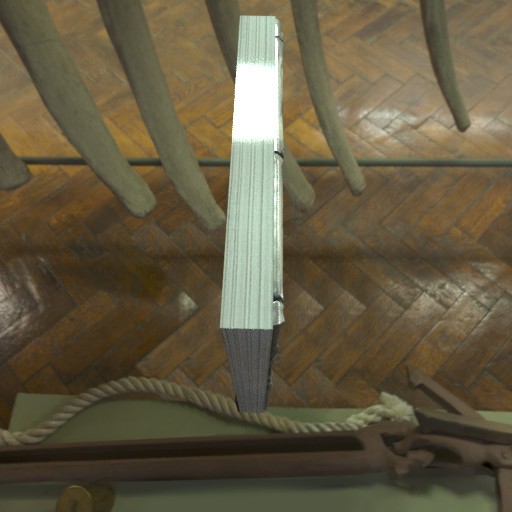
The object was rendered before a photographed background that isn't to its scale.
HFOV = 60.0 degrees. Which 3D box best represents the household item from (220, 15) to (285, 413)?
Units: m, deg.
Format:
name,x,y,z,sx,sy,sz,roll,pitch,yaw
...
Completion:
name,x,y,z,sx,sy,sz,roll,pitch,yaw
household item,0.000,0.000,0.285,0.025,0.216,0.165,1,63,1
